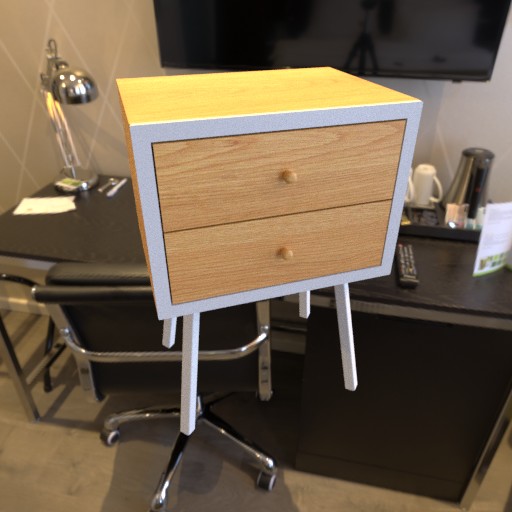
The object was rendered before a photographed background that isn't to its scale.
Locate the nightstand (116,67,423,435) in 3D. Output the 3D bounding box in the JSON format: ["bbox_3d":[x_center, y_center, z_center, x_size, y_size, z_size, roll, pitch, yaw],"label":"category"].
[{"bbox_3d":[0.000,0.000,0.840,0.400,0.601,0.316,-10,33,-15],"label":"nightstand"}]
